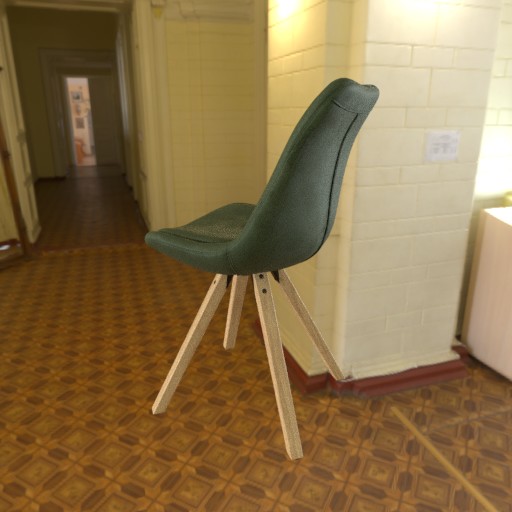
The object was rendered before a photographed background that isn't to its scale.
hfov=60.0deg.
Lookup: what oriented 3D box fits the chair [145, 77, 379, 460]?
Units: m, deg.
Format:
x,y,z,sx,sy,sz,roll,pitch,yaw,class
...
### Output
x,y,z,sx,sy,sz,roll,pitch,yaw,class
0.000,0.000,1.198,0.547,0.865,0.483,9,20,25,chair
